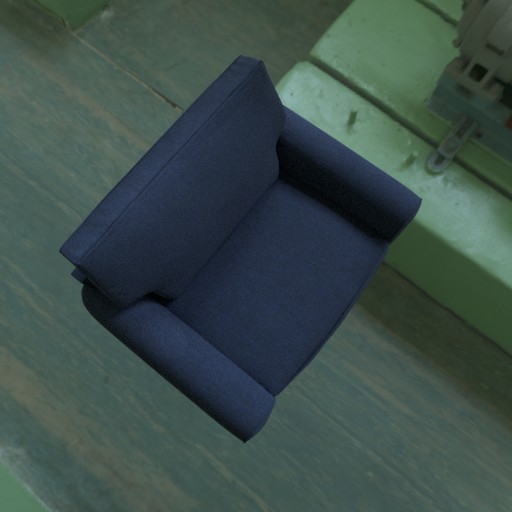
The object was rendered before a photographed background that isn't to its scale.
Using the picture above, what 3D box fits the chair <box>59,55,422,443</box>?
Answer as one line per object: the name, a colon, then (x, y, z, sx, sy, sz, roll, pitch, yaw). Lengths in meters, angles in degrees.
chair: (0.000, 0.000, 1.987, 0.963, 1.044, 1.285, 37, 77, 10)
